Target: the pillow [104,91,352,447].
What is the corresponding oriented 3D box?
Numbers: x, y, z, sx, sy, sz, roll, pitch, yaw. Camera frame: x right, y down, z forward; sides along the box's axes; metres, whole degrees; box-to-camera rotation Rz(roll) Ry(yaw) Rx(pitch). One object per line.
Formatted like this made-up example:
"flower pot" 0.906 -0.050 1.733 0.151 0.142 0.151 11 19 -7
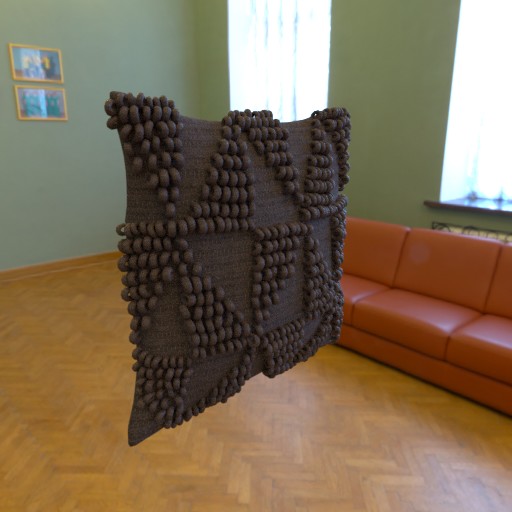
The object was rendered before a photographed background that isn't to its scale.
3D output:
"pillow" 0.000 0.000 0.704 0.470 0.467 0.172 -14 21 -42
